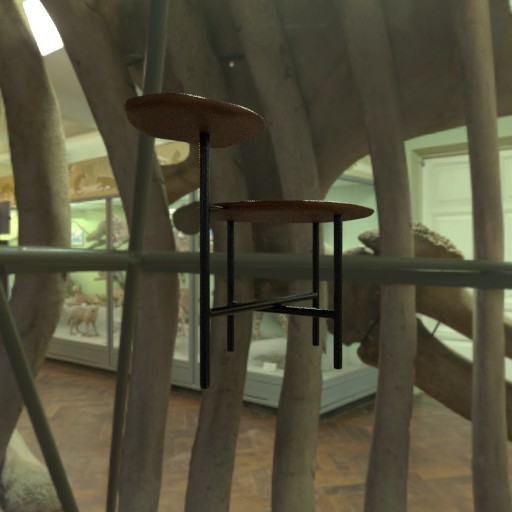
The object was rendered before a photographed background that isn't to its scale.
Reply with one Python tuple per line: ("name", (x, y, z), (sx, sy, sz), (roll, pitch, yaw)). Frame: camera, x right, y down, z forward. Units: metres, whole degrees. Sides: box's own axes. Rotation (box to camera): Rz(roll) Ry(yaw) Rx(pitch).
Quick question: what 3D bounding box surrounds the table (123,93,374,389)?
("table", (0.000, 0.000, 1.065), (0.442, 0.538, 0.759), (0, 1, 36))
